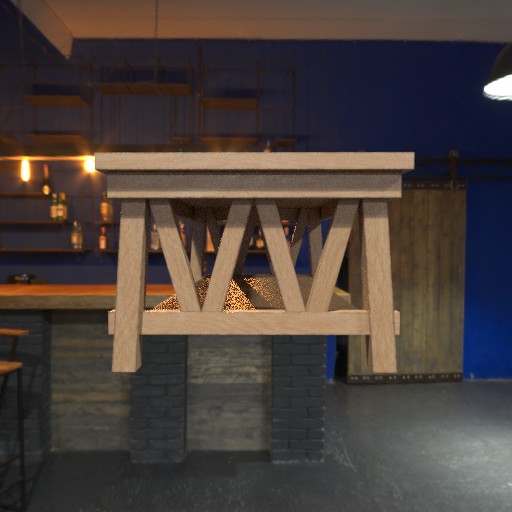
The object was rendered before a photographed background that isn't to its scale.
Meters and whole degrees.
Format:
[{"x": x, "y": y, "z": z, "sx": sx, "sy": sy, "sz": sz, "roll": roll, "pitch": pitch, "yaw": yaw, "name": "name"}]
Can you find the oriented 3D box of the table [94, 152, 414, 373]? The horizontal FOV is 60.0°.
[{"x": 0.000, "y": 0.000, "z": 1.628, "sx": 0.711, "sy": 0.507, "sz": 1.270, "roll": 0, "pitch": 2, "yaw": 0, "name": "table"}]
